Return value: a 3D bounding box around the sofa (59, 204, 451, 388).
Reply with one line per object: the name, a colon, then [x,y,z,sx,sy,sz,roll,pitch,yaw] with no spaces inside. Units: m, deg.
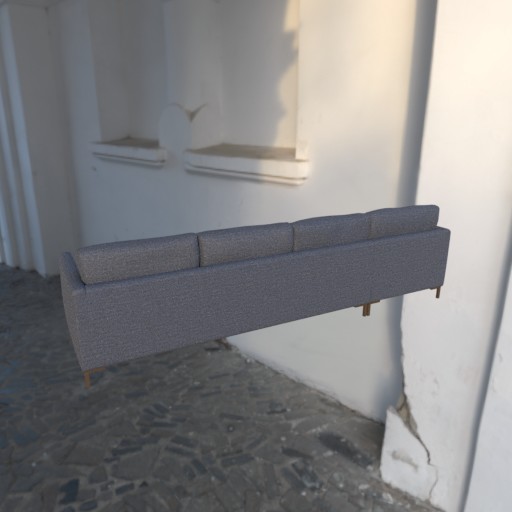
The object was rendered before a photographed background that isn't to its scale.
sofa: [0.000,0.000,2.985,2.445,0.673,1.125,-9,20,-26]
